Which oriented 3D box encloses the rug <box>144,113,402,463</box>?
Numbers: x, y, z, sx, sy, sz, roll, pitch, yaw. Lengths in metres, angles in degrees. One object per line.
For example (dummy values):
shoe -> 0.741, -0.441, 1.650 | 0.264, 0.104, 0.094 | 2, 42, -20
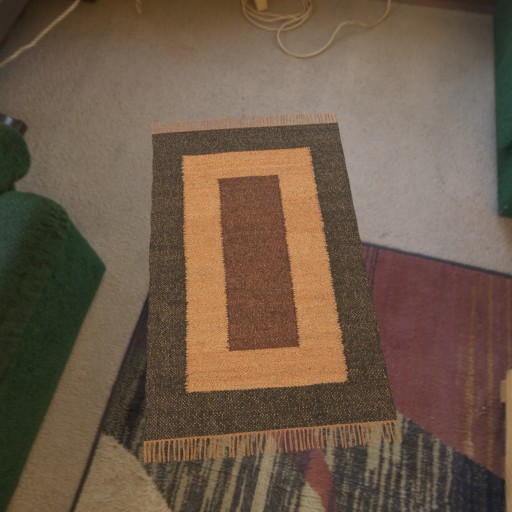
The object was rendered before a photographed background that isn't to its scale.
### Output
rug -> 0.000, 0.000, 1.876 | 0.920, 0.013, 1.541 | -4, 65, -2
